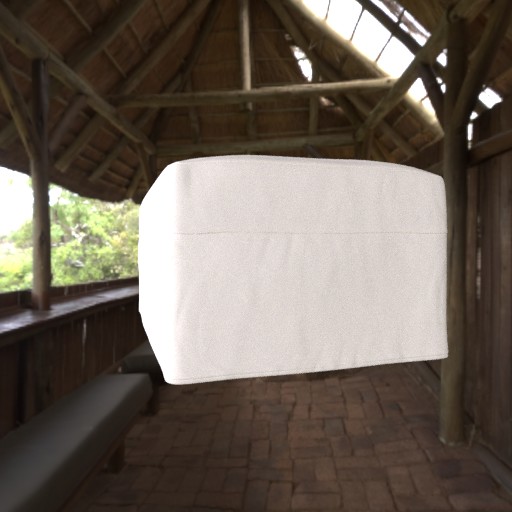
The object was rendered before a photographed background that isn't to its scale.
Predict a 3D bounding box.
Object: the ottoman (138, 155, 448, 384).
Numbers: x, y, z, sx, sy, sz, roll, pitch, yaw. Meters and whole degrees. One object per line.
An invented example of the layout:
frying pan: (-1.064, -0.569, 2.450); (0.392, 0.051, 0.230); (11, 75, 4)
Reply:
ottoman: (0.000, 0.000, 1.215); (0.590, 0.444, 0.872); (-1, 2, -18)
